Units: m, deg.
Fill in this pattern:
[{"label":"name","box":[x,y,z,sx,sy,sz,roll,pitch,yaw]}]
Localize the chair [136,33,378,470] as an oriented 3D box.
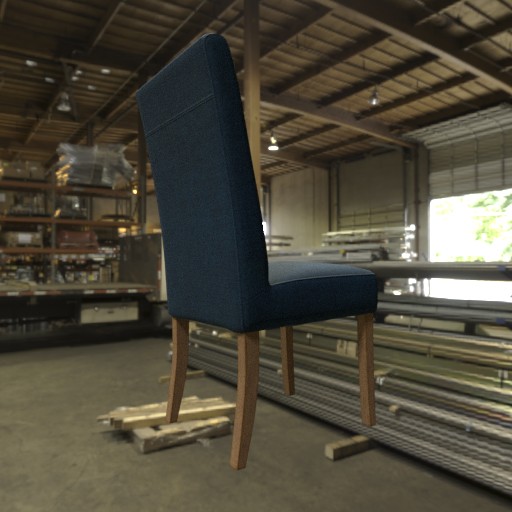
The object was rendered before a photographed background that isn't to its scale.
[{"label":"chair","box":[0.000,0.000,1.347,0.610,1.029,0.450,0,-1,-36]}]
